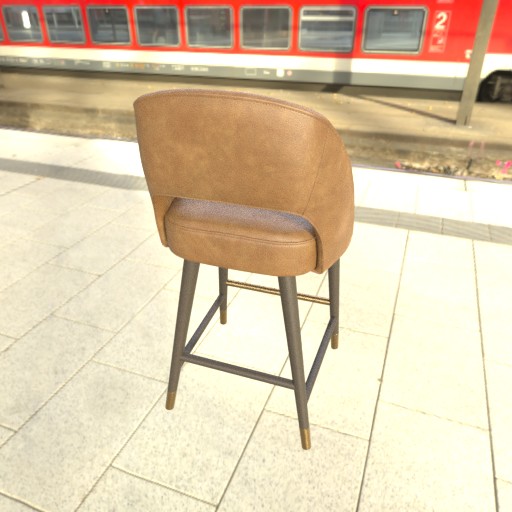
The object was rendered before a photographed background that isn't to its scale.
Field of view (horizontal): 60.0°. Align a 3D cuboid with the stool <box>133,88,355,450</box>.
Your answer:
[{"bbox_3d":[0.000,0.000,1.212,0.494,0.940,0.509,10,31,16],"label":"stool"}]
